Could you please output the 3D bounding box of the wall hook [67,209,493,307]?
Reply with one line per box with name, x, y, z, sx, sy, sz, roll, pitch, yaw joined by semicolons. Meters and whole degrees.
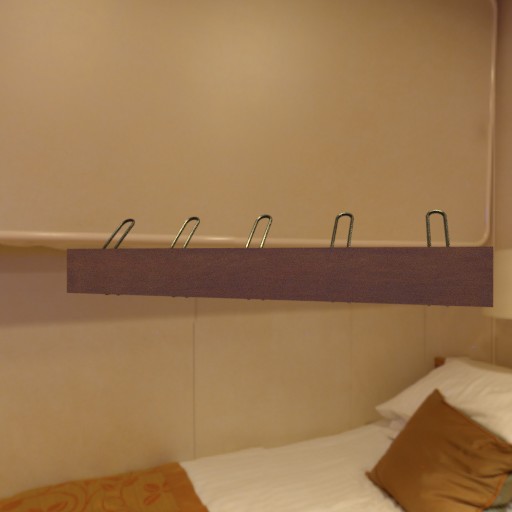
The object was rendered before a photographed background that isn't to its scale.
wall hook;0.000;0.000;0.592;0.554;0.116;0.076;0;0;18
